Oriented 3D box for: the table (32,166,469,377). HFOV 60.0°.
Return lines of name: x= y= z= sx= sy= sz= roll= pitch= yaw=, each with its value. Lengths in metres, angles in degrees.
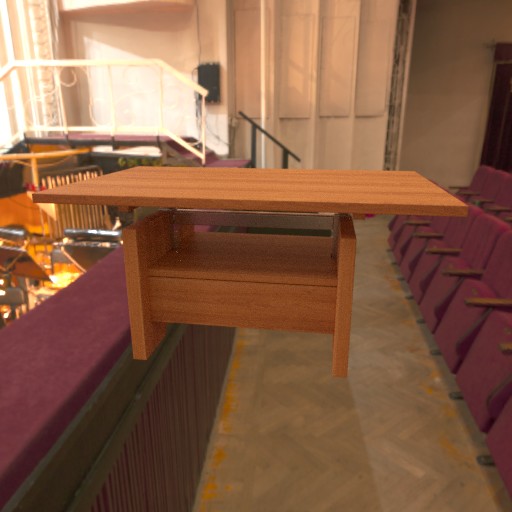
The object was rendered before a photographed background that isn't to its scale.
table: x=0.000 y=0.000 z=1.503 sx=1.100 sy=0.510 sz=0.700 roll=3 pitch=18 yaw=9
